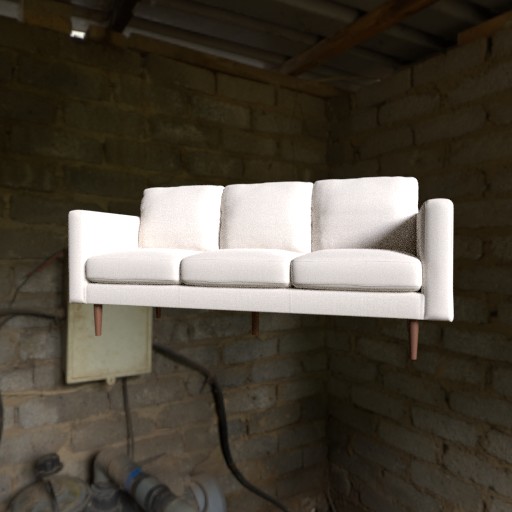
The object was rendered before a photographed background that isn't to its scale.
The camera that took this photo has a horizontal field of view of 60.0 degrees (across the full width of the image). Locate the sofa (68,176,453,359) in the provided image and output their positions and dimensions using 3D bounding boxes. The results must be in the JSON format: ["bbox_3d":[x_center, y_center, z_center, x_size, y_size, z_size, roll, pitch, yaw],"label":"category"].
[{"bbox_3d":[0.000,0.000,2.562,2.029,0.912,0.802,0,1,18],"label":"sofa"}]
